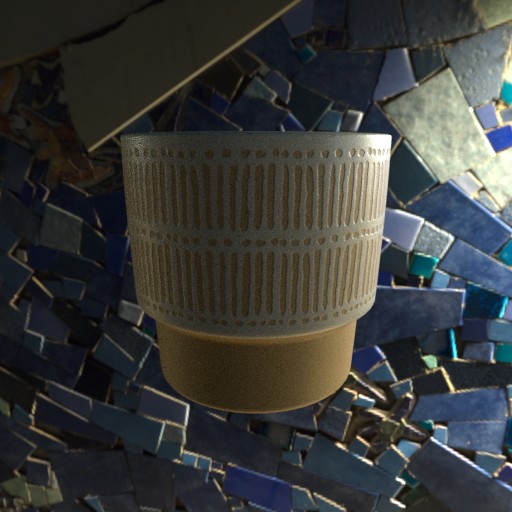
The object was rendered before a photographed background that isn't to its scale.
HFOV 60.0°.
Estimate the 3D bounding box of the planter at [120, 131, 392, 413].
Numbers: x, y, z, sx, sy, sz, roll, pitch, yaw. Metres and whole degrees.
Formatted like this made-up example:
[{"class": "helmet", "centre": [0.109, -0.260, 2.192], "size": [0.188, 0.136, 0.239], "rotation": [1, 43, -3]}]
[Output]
[{"class": "planter", "centre": [0.000, 0.000, 0.575], "size": [0.317, 0.303, 0.317], "rotation": [0, 14, 0]}]
